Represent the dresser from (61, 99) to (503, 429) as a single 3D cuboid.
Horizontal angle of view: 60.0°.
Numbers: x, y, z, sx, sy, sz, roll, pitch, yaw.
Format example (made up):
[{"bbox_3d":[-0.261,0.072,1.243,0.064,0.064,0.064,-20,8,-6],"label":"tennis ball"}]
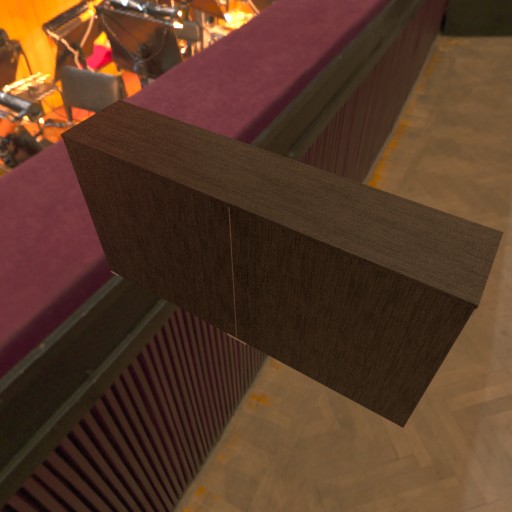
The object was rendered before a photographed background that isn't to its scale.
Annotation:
[{"bbox_3d":[0.000,0.000,1.787,1.535,0.790,0.333,24,51,21],"label":"dresser"}]
